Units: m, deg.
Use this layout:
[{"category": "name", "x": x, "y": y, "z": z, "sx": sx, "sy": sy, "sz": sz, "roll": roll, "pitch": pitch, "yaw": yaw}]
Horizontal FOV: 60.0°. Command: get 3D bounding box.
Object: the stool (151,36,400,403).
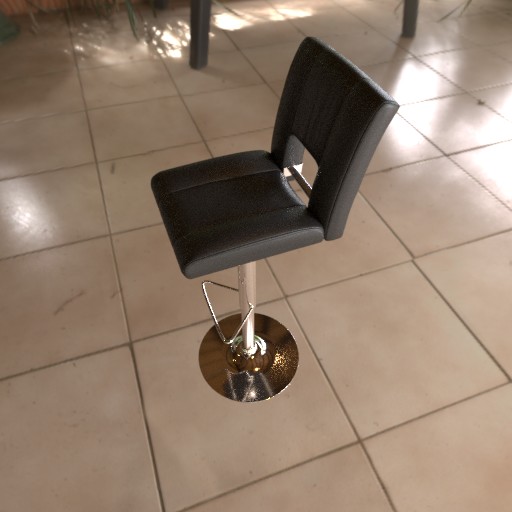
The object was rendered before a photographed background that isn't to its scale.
[{"category": "stool", "x": 0.000, "y": 0.000, "z": 1.400, "sx": 0.520, "sy": 1.151, "sz": 0.415, "roll": -16, "pitch": 49, "yaw": -14}]
